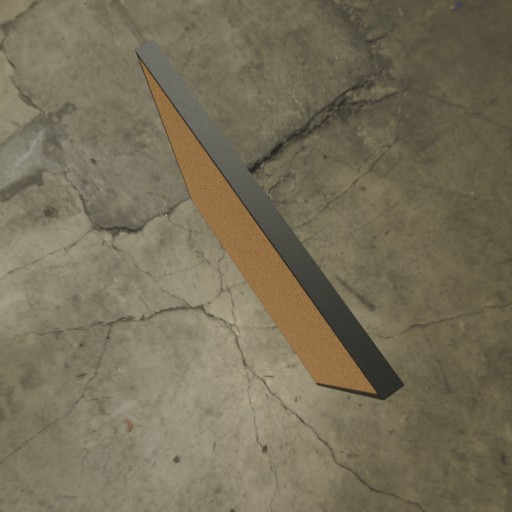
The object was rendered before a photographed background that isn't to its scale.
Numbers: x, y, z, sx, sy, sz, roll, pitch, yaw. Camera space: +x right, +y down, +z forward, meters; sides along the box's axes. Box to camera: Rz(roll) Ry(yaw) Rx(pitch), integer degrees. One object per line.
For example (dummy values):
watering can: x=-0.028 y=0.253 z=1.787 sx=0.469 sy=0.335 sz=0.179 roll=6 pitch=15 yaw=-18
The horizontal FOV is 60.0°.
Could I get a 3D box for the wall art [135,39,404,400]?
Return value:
wall art: x=0.000 y=0.000 z=1.138 sx=0.042 sy=0.766 sz=0.769 roll=-33 pitch=78 yaw=-8
